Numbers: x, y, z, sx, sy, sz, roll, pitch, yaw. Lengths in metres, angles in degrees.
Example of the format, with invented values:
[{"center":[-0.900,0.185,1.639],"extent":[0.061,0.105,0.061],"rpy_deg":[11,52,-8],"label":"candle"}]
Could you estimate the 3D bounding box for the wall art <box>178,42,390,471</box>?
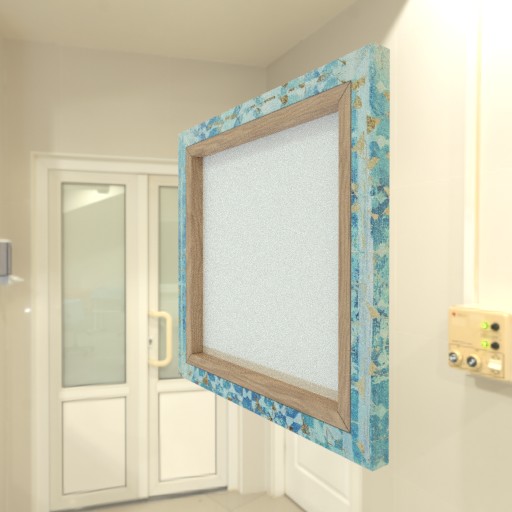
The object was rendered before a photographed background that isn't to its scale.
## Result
[{"center":[0.000,0.000,0.883],"extent":[0.040,0.609,0.609],"rpy_deg":[0,1,-36],"label":"wall art"}]
